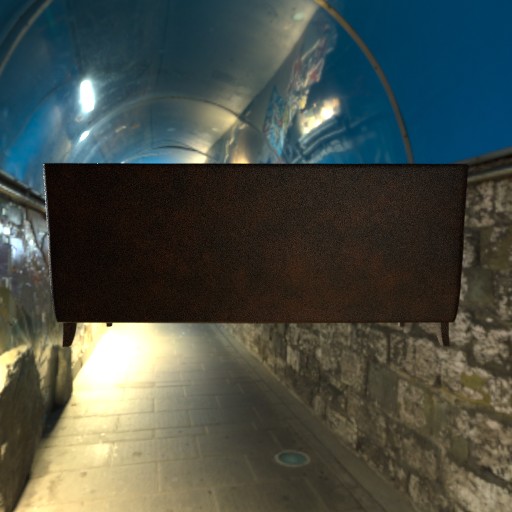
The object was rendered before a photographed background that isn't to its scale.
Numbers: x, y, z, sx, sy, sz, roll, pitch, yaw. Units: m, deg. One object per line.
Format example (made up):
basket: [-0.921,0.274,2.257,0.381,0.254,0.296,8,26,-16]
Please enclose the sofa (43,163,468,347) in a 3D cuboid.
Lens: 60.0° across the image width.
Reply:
sofa: [0.000,0.000,2.453,1.995,0.871,0.786,0,-1,0]
